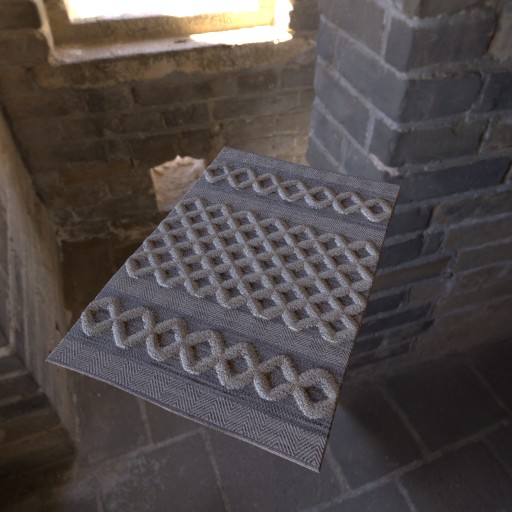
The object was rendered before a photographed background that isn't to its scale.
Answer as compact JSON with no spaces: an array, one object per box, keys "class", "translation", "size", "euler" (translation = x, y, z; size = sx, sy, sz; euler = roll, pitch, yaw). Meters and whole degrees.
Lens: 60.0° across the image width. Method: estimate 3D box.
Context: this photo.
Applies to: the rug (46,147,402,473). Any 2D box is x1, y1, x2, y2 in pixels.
[{"class":"rug","translation":[0.000,0.000,2.321],"size":[1.222,0.030,1.823],"euler":[16,48,15]}]
